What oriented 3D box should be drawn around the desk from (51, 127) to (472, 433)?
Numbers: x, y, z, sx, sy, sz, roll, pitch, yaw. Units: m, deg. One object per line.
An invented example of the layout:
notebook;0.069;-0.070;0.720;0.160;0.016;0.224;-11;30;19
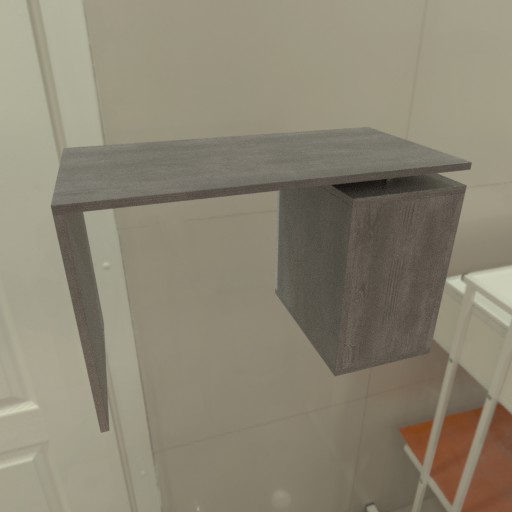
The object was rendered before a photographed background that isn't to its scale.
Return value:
desk;0.000;0.000;1.612;1.200;0.740;0.600;-9;28;-17
